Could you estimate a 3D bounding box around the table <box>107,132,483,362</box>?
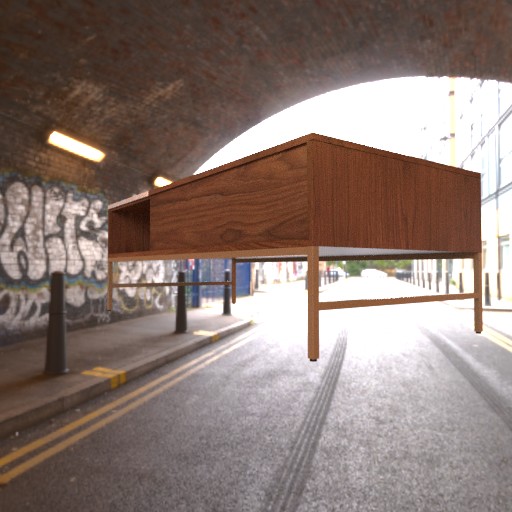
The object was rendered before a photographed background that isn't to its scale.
[{"bbox_3d":[0.000,0.000,1.918,0.789,0.551,1.553,1,-2,-36],"label":"table"}]
